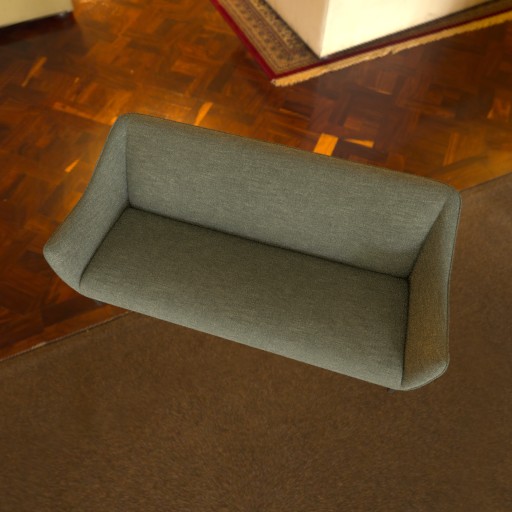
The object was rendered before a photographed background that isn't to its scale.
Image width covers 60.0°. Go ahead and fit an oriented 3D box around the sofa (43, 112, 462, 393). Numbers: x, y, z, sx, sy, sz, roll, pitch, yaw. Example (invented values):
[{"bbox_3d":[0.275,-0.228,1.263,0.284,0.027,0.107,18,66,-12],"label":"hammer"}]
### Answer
[{"bbox_3d":[0.000,0.000,2.349,1.928,0.829,0.867,15,60,9],"label":"sofa"}]
